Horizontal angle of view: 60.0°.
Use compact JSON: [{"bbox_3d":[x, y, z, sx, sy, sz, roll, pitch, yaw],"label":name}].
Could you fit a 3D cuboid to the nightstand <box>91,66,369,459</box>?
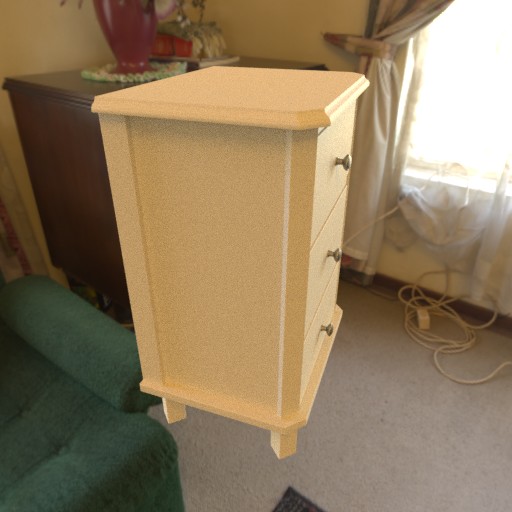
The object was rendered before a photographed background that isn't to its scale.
[{"bbox_3d":[0.000,0.000,0.928,0.351,0.681,0.435,10,31,18],"label":"nightstand"}]
